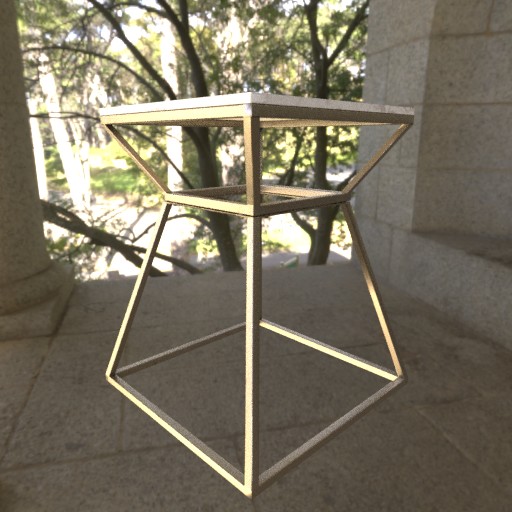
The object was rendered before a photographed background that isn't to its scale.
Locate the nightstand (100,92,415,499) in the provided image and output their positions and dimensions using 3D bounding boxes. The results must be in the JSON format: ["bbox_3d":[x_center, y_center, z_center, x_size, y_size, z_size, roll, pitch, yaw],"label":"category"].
[{"bbox_3d":[0.000,0.000,0.874,0.455,0.554,0.455,-14,20,-42],"label":"nightstand"}]
